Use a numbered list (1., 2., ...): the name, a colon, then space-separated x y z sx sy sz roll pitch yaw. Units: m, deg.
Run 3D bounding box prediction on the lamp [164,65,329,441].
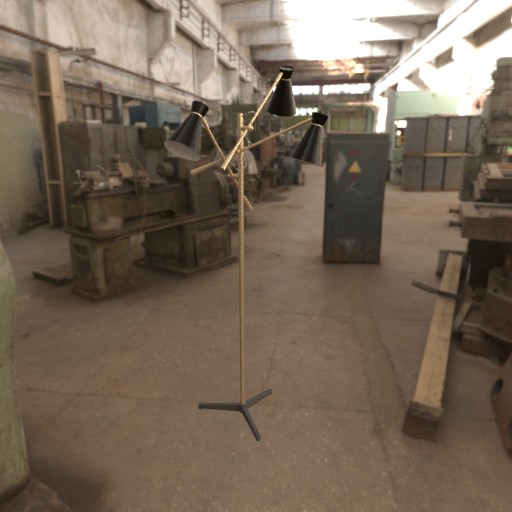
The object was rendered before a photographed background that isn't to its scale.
1. lamp: 0.000 0.000 2.179 0.653 1.804 0.750 3 15 10
